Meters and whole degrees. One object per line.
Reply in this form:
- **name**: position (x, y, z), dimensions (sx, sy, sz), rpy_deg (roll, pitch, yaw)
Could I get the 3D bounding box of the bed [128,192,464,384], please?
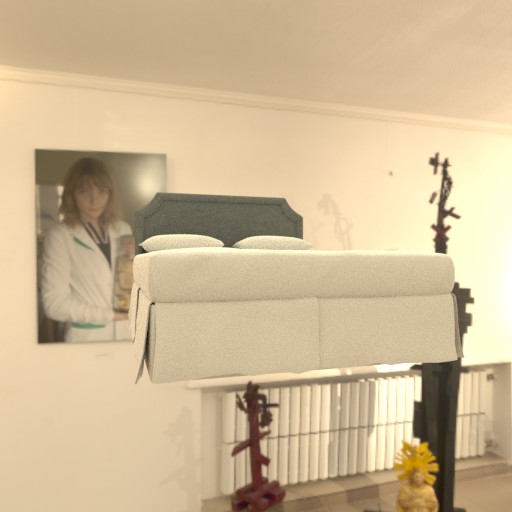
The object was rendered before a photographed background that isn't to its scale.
- **bed**: position (0.000, 0.000, 3.586), dimensions (1.977, 1.306, 2.464), rpy_deg (0, 0, -17)
